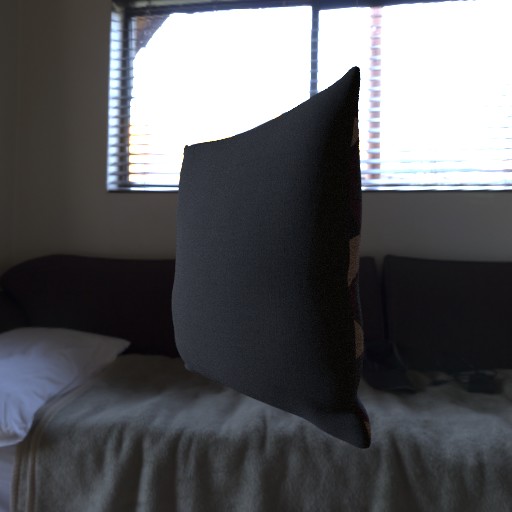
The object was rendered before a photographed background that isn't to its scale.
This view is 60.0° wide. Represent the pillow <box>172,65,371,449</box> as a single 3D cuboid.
[{"bbox_3d":[0.000,0.000,0.769,0.208,0.496,0.503,0,0,-36],"label":"pillow"}]
